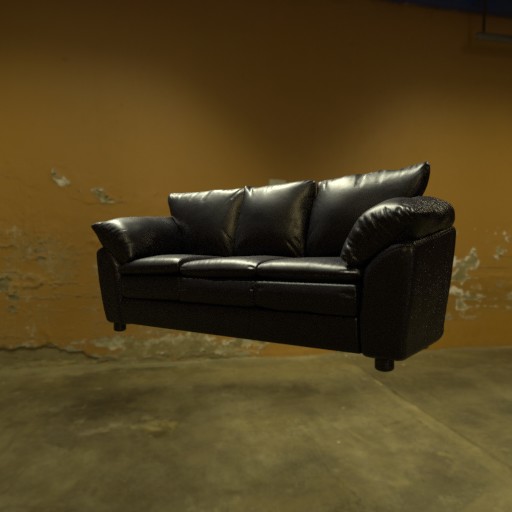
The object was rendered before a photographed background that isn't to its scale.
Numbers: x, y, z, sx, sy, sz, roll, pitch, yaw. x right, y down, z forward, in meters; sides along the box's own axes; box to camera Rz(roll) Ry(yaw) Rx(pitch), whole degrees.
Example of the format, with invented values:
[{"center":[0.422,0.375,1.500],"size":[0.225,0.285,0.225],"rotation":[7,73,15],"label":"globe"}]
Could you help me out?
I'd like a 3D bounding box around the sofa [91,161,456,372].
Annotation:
[{"center":[0.000,0.000,2.877],"size":[2.336,1.073,0.880],"rotation":[0,0,35],"label":"sofa"}]
